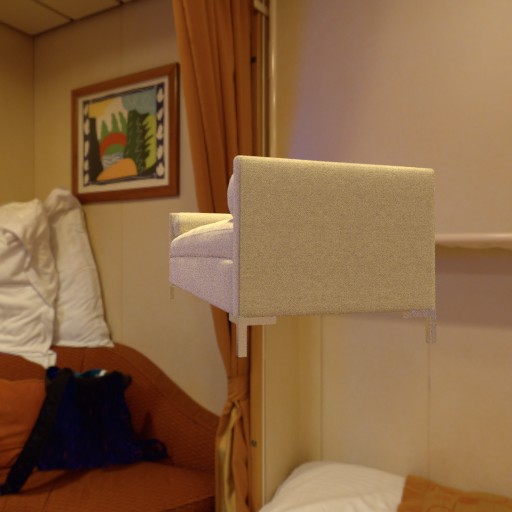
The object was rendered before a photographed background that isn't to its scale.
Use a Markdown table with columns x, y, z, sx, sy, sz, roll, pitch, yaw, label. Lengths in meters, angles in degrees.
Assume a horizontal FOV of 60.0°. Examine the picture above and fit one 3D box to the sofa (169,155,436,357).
| x | y | z | sx | sy | sz | roll | pitch | yaw | label |
| --- | --- | --- | --- | --- | --- | --- | --- | --- | --- |
| 0.000 | 0.000 | 2.532 | 0.797 | 0.655 | 2.102 | 0 | 0 | -17 | sofa |
